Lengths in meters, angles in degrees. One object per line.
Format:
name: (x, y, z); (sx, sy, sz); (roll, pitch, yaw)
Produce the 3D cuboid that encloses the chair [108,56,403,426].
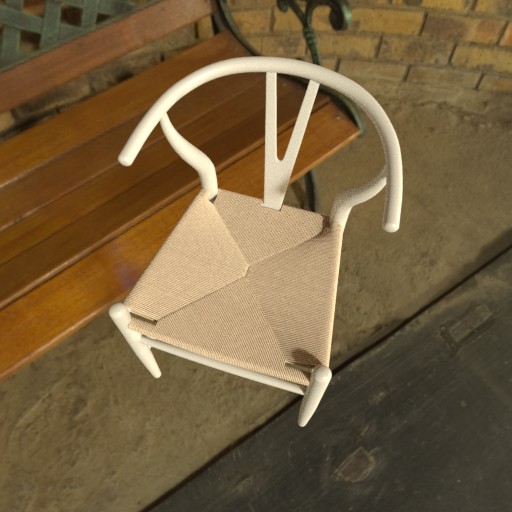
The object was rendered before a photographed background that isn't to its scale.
chair: (0.000, 0.000, 1.114); (0.569, 0.730, 0.579); (15, 59, 9)
